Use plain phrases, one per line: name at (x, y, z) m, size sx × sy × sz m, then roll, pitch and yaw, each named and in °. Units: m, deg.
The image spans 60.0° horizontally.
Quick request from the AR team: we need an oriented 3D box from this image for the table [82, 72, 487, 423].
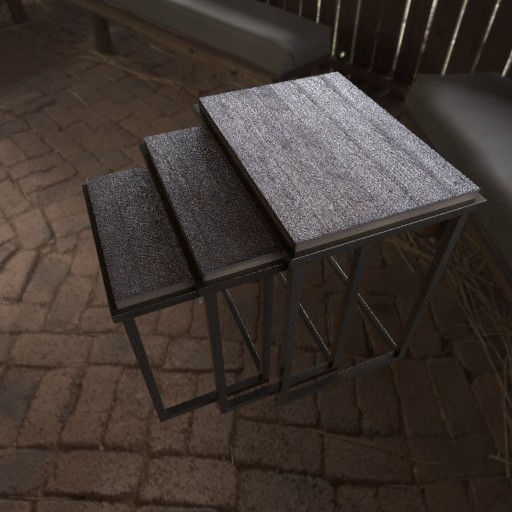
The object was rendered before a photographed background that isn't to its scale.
table at (0.000, 0.000, 1.121) m, size 0.706 × 0.610 × 0.559 m, roll -17°, pitch 49°, yaw -15°
